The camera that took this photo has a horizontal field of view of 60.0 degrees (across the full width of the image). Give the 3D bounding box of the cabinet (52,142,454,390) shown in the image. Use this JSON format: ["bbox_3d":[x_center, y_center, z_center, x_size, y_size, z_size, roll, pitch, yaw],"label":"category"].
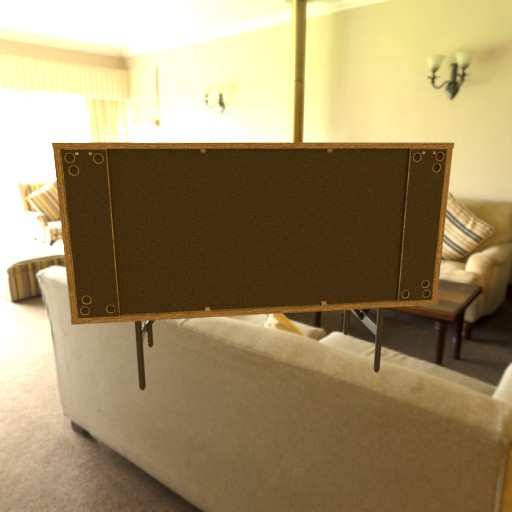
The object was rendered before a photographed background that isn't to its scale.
[{"bbox_3d":[0.000,0.000,1.590,1.194,0.787,0.405,-2,14,-8],"label":"cabinet"}]
